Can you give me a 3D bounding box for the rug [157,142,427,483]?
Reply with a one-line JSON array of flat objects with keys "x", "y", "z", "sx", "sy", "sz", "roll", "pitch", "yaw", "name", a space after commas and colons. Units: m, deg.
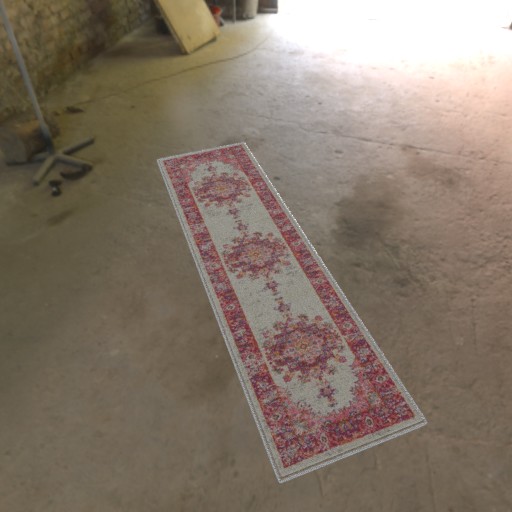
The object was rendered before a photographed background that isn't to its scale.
[{"x": 0.000, "y": 0.000, "z": 2.491, "sx": 0.666, "sy": 0.011, "sz": 2.294, "roll": -15, "pitch": 48, "yaw": -14, "name": "rug"}]
